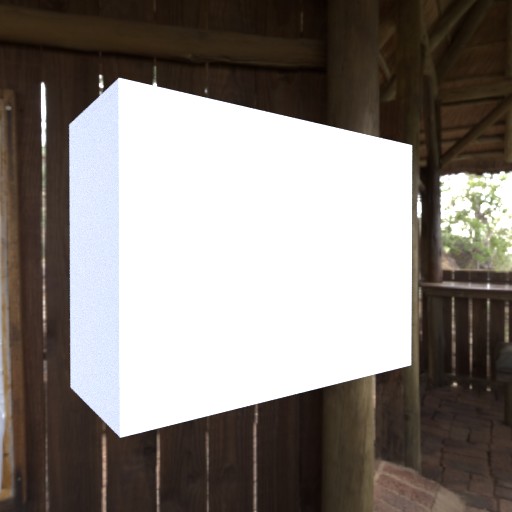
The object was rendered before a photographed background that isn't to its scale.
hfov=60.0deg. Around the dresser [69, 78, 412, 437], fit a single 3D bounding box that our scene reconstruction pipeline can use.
[{"bbox_3d":[0.000,0.000,1.518,1.100,0.820,0.460,0,1,-36],"label":"dresser"}]
